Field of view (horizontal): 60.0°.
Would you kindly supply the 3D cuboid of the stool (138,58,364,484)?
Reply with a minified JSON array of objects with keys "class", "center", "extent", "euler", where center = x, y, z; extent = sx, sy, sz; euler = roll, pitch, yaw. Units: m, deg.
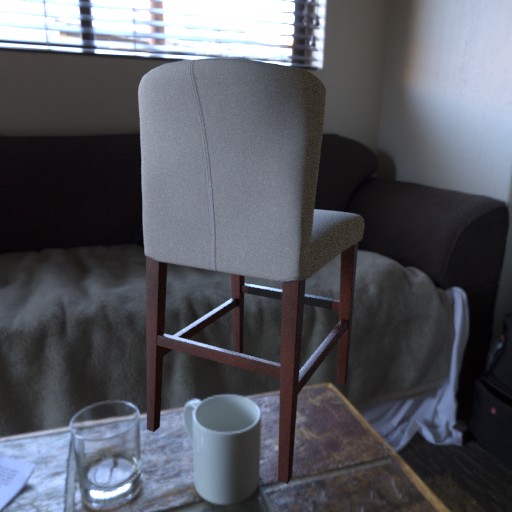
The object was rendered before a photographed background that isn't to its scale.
[{"class":"stool","center":[0.000,0.000,1.261],"extent":[0.479,0.968,0.568],"euler":[8,18,26]}]
